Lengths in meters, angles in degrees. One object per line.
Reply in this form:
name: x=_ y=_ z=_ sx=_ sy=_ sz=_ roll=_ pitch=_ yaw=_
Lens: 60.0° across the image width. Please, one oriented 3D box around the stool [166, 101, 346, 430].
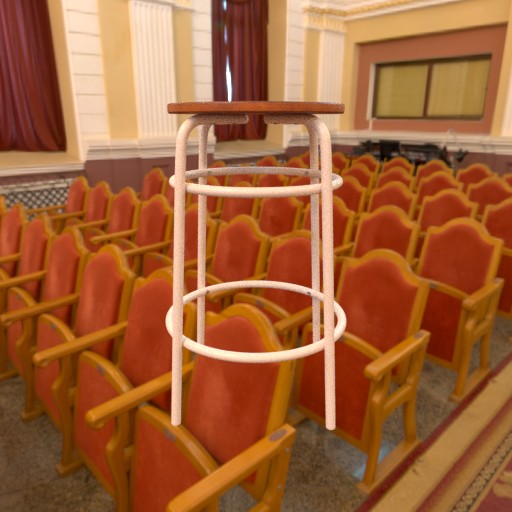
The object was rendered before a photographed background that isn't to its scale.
stool: x=0.000 y=0.000 z=0.941 sx=0.455 sy=0.610 sz=0.455 roll=-15 pitch=23 yaw=-40
